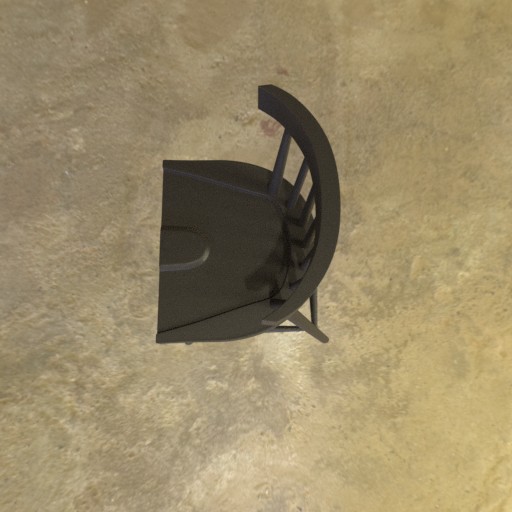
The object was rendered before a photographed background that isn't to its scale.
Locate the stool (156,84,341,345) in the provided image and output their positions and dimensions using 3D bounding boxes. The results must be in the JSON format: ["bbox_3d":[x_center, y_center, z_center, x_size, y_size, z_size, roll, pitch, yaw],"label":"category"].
[{"bbox_3d":[0.000,0.000,1.269,0.549,0.953,0.494,-1,77,0],"label":"stool"}]
